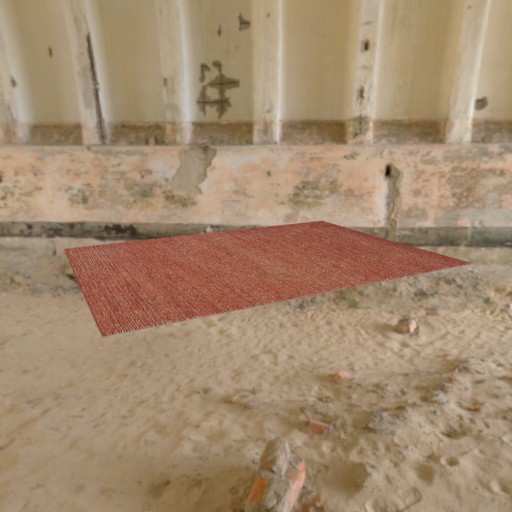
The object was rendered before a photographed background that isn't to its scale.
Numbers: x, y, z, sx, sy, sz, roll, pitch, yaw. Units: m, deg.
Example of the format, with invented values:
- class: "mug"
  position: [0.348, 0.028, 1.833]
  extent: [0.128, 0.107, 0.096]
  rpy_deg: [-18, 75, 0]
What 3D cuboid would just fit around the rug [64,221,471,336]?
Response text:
- class: "rug"
  position: [0.000, 0.000, 5.248]
  extent: [3.965, 0.025, 2.803]
  rpy_deg: [-8, 17, -27]
